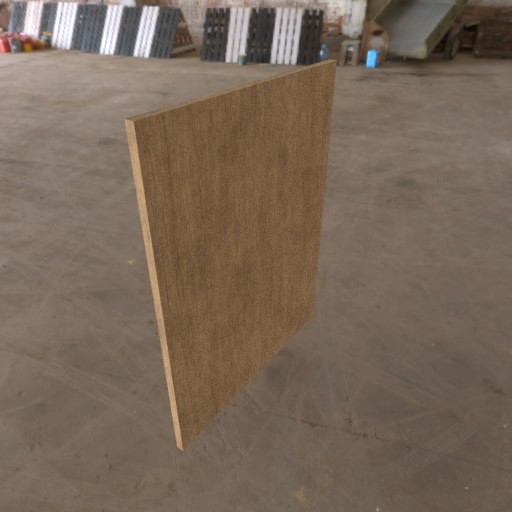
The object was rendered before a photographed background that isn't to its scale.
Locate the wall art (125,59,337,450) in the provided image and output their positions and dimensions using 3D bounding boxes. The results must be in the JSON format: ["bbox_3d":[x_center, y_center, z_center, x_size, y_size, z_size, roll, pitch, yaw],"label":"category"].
[{"bbox_3d":[0.000,0.000,0.922,0.018,0.686,0.534,22,39,30],"label":"wall art"}]
